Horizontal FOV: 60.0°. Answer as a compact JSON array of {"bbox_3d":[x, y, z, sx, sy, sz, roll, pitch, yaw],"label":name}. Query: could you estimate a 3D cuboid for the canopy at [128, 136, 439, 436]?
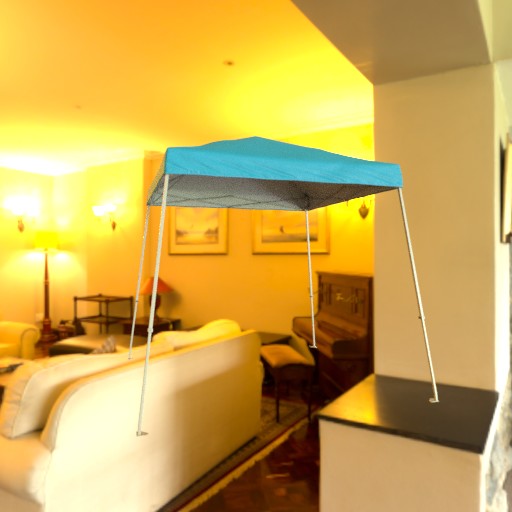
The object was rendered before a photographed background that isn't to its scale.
[{"bbox_3d":[0.000,0.000,5.264,2.850,2.850,2.849,0,0,-17],"label":"canopy"}]
